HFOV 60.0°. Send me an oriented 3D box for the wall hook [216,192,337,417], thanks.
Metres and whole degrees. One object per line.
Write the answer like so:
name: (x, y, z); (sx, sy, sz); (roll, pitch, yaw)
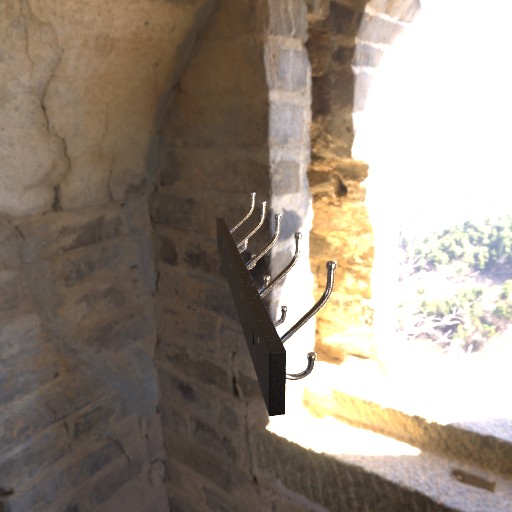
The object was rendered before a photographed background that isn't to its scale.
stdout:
wall hook: (0.000, 0.000, 0.630); (0.071, 0.117, 0.571); (-3, 16, -9)
